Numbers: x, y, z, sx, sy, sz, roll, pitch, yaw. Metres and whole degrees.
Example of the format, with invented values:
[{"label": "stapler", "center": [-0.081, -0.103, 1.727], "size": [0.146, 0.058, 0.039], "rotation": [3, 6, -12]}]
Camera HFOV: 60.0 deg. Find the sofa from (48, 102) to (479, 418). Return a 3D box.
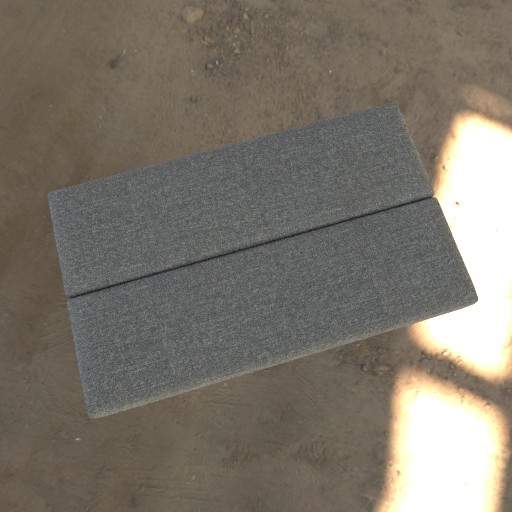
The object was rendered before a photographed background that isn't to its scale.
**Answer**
[{"label": "sofa", "center": [0.000, 0.000, 1.564], "size": [1.198, 0.417, 0.782], "rotation": [-16, 76, -4]}]
